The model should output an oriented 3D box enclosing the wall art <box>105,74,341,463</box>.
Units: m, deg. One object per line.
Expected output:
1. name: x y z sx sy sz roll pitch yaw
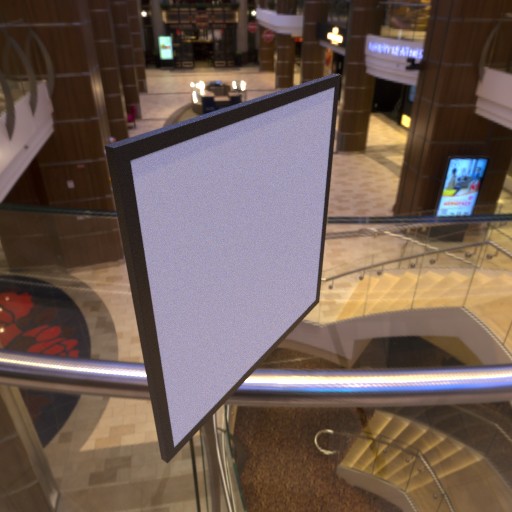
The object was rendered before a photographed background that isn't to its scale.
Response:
1. wall art: 0.000 0.000 1.189 0.022 0.807 0.807 20 37 29
